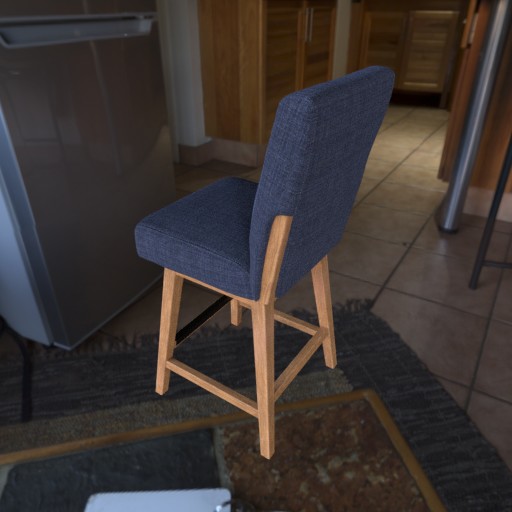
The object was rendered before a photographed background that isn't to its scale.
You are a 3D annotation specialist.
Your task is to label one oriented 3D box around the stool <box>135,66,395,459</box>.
[{"bbox_3d":[0.000,0.000,1.274,0.526,1.010,0.459,19,36,28],"label":"stool"}]
